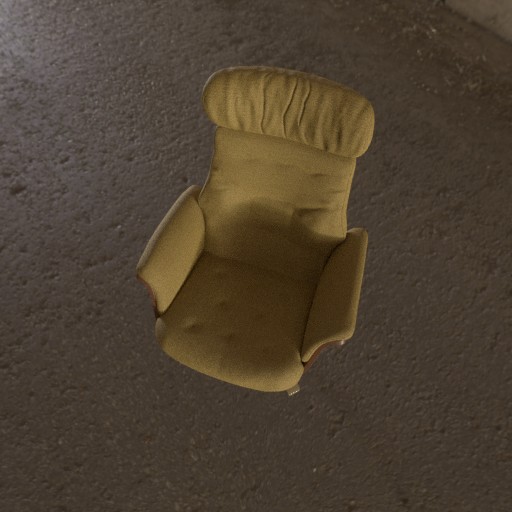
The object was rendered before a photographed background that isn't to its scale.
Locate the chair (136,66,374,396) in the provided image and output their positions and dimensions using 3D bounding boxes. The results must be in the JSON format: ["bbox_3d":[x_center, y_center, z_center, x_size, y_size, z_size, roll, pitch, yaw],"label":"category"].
[{"bbox_3d":[0.000,0.000,1.592,0.785,0.995,0.837,17,60,10],"label":"chair"}]
